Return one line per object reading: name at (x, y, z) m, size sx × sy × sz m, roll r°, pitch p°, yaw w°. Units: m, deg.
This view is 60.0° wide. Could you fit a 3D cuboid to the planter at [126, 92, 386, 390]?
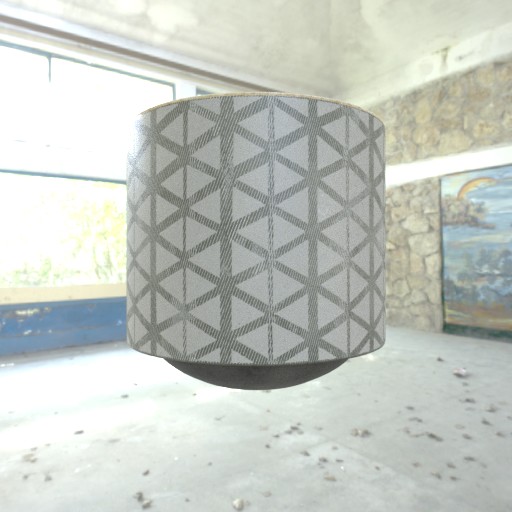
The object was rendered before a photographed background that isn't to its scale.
planter at (0.000, 0.000, 0.446) m, size 0.250 × 0.239 × 0.250 m, roll 0°, pitch 0°, yaw 0°
